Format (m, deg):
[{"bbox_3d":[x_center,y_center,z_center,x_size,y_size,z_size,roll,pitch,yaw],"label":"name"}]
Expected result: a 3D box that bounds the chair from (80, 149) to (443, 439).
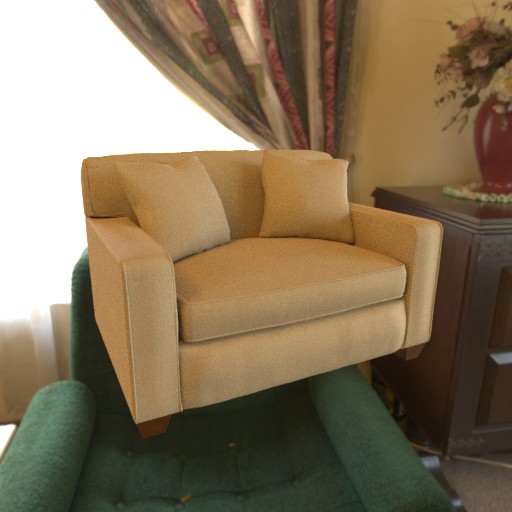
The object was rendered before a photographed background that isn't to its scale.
[{"bbox_3d":[0.000,0.000,2.066,1.383,0.948,1.000,-8,17,-26],"label":"chair"}]
